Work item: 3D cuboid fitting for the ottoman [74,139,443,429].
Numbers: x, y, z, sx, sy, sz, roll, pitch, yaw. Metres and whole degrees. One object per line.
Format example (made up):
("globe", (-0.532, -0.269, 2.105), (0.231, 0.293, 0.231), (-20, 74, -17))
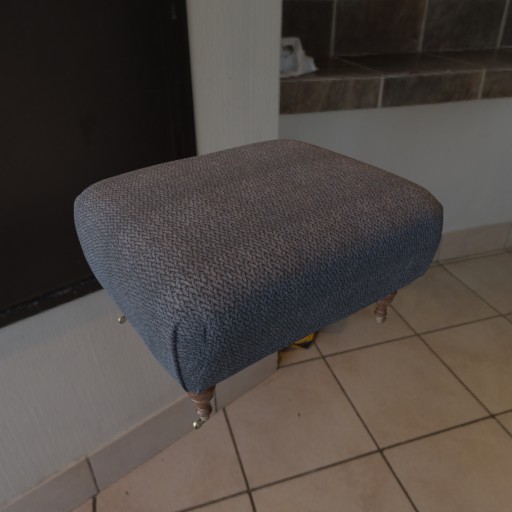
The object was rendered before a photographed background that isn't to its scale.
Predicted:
("ottoman", (0.000, 0.000, 1.145), (0.747, 0.450, 0.622), (-21, 37, -30))
